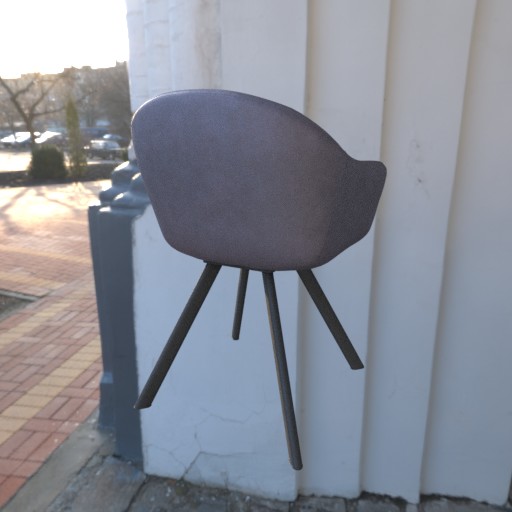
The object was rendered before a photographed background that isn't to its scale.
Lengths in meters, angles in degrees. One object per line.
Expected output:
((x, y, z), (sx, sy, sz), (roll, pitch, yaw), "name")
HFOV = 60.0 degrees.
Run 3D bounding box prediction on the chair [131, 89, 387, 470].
((0.000, 0.000, 1.165), (0.567, 0.781, 0.544), (8, 17, 28), "chair")
